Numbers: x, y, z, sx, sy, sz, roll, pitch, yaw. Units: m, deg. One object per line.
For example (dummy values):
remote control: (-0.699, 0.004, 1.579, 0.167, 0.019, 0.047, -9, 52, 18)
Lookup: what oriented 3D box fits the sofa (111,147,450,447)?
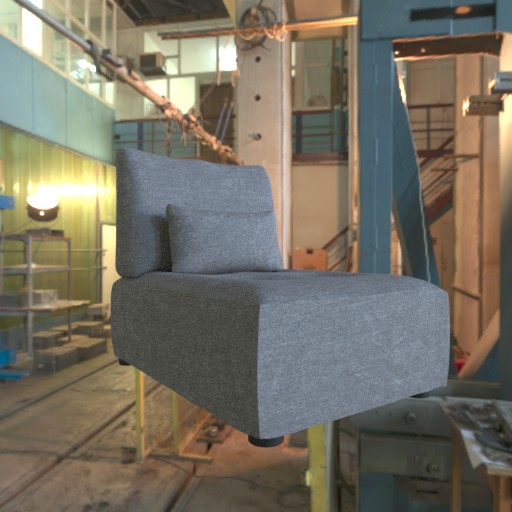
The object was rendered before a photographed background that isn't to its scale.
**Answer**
sofa: (0.000, 0.000, 1.514, 0.700, 0.820, 1.000, 0, 1, -35)
